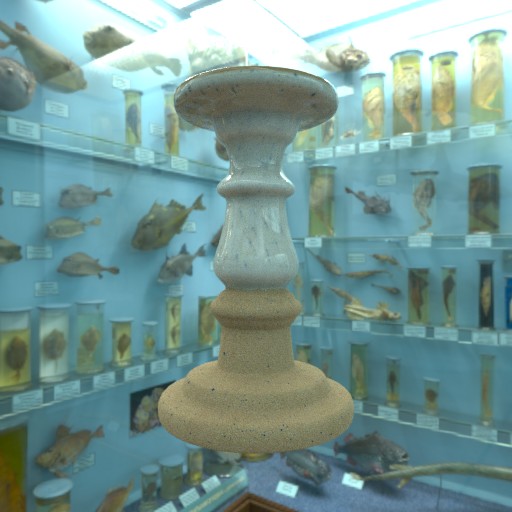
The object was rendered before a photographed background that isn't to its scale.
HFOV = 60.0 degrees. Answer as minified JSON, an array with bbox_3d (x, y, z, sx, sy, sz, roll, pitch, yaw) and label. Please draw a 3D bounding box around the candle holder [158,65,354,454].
[{"bbox_3d":[0.000,0.000,0.284,0.123,0.202,0.123,0,0,0],"label":"candle holder"}]
